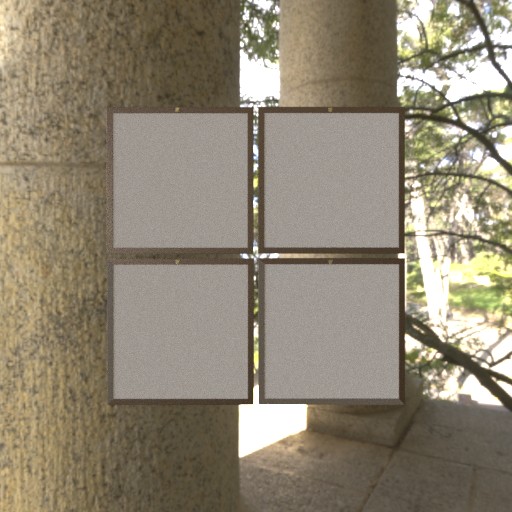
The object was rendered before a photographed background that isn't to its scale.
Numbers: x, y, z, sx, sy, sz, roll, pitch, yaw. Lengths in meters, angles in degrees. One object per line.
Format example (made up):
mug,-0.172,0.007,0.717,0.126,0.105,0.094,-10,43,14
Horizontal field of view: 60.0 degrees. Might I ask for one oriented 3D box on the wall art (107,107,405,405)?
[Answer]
wall art,0.000,0.000,1.544,1.032,1.032,0.030,0,0,0
